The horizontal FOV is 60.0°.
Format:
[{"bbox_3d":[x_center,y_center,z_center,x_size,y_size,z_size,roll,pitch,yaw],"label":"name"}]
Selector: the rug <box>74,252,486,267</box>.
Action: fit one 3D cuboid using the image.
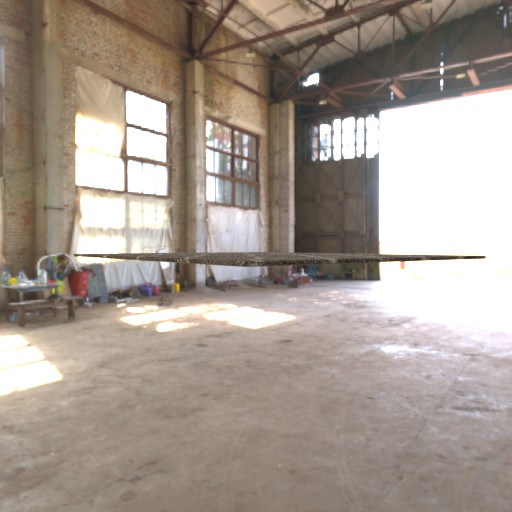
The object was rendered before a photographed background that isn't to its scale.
[{"bbox_3d":[0.000,0.000,4.094,2.438,0.029,3.047,-1,1,-37],"label":"rug"}]
